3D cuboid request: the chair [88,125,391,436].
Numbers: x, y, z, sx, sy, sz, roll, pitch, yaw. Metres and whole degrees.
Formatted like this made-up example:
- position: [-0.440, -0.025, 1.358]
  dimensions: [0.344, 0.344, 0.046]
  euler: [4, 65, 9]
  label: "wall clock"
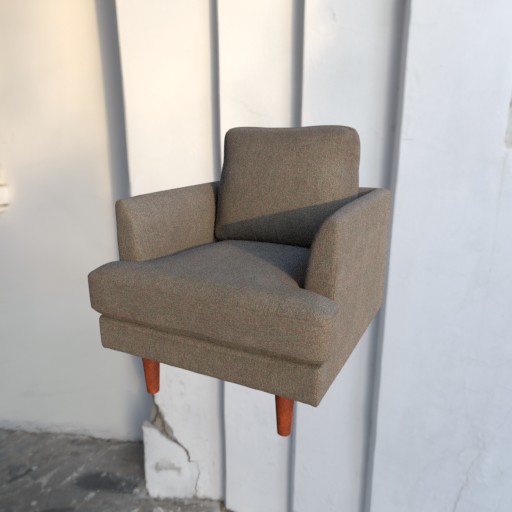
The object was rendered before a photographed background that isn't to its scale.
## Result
- position: [0.000, 0.000, 1.677]
  dimensions: [0.858, 0.957, 0.899]
  euler: [8, 17, 26]
  label: "chair"
